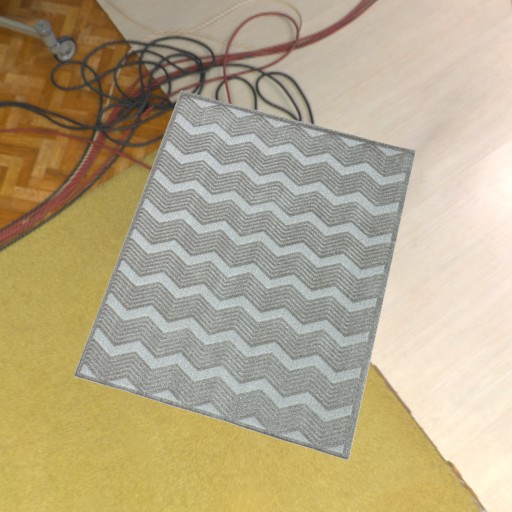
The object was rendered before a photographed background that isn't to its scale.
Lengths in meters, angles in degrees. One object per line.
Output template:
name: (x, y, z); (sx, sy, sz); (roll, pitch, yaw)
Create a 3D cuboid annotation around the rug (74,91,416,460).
rug: (0.000, 0.000, 4.018); (2.391, 0.005, 2.880); (16, 76, 4)
